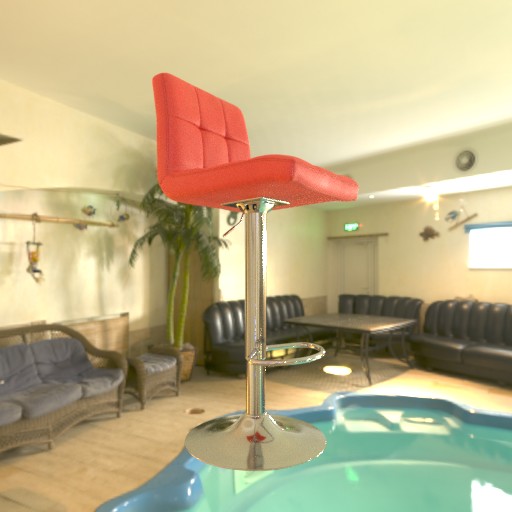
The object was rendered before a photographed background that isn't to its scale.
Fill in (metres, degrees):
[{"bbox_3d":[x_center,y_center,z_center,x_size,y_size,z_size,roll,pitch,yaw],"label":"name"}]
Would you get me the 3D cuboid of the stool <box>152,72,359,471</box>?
[{"bbox_3d":[0.000,0.000,1.353,0.505,1.115,0.430,-1,-1,34],"label":"stool"}]
